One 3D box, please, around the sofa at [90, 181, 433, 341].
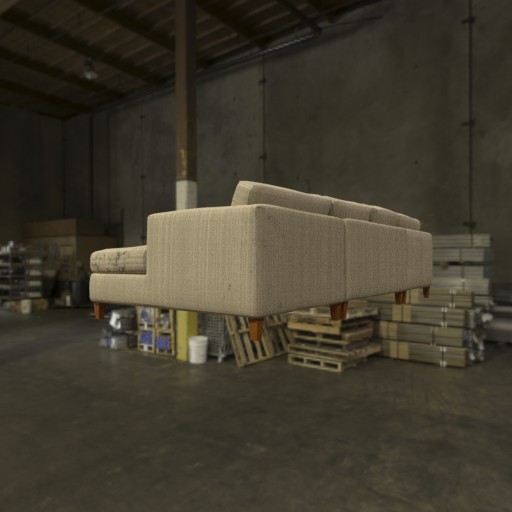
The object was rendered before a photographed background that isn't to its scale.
[{"bbox_3d":[0.000,0.000,4.526,2.594,0.961,3.460,0,0,37],"label":"sofa"}]
